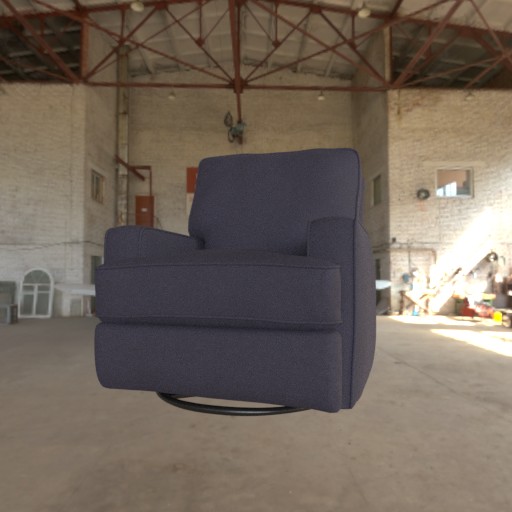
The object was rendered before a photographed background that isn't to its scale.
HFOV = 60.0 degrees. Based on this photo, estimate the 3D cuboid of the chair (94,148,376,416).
[{"bbox_3d":[0.000,0.000,1.693,0.861,0.962,0.964,-1,-3,18],"label":"chair"}]
